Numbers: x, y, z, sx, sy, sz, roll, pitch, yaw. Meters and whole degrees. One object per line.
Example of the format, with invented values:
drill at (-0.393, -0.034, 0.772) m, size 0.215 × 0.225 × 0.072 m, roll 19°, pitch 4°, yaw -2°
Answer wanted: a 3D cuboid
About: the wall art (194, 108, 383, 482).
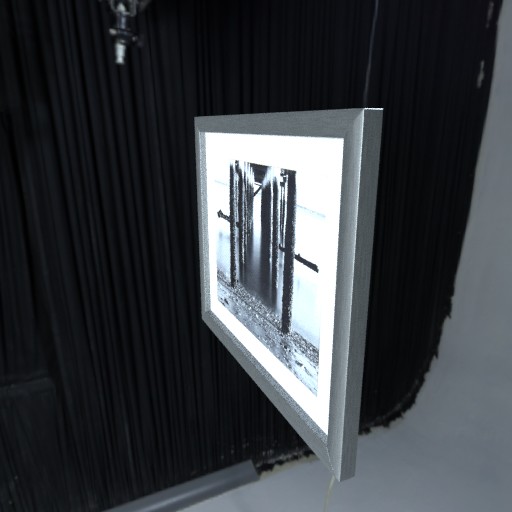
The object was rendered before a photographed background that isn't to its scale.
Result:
wall art at (0.000, 0.000, 0.751) m, size 0.028 × 0.457 × 0.556 m, roll -8°, pitch 18°, yaw -24°
